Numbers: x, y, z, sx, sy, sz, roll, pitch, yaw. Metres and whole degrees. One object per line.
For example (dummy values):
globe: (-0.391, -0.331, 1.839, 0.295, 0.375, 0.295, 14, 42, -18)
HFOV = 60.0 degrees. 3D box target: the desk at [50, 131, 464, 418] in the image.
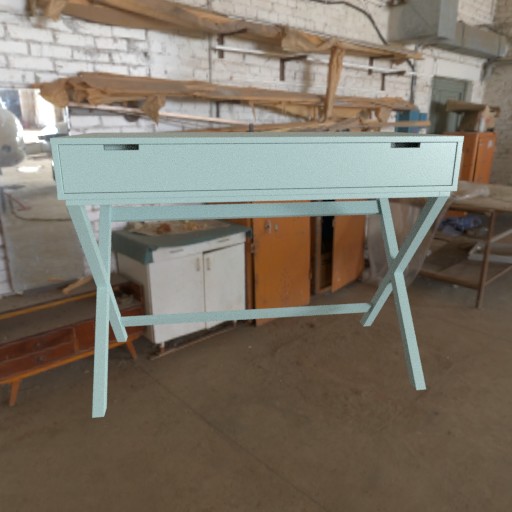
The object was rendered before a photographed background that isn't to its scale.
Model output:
desk: (0.000, 0.000, 1.472, 1.059, 0.780, 0.509, -2, 17, -7)
